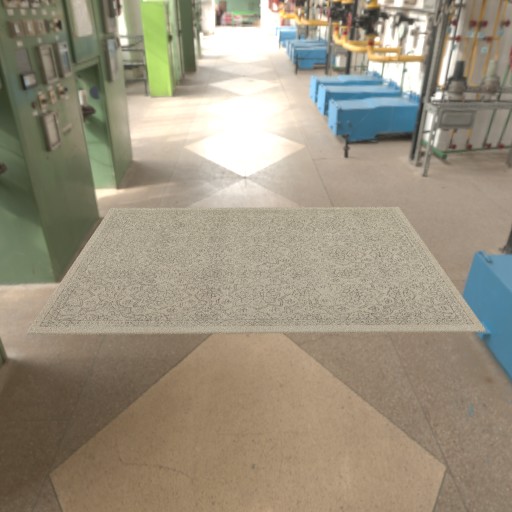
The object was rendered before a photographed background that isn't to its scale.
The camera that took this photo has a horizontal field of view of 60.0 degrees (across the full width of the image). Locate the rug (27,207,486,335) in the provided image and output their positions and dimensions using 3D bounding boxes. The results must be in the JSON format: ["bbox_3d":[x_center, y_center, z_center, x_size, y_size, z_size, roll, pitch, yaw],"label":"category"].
[{"bbox_3d":[0.000,0.000,2.286,1.829,0.010,1.219,0,30,0],"label":"rug"}]
